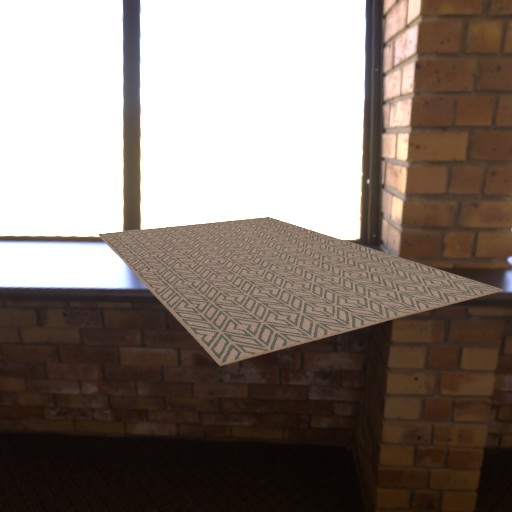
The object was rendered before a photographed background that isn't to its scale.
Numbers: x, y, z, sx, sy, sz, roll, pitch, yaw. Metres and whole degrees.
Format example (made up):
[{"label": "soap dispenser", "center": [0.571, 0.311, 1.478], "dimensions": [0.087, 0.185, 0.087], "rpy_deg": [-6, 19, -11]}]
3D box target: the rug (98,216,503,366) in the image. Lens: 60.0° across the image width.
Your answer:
[{"label": "rug", "center": [0.000, 0.000, 2.234], "dimensions": [1.220, 0.007, 1.828], "rpy_deg": [-8, 17, -28]}]
